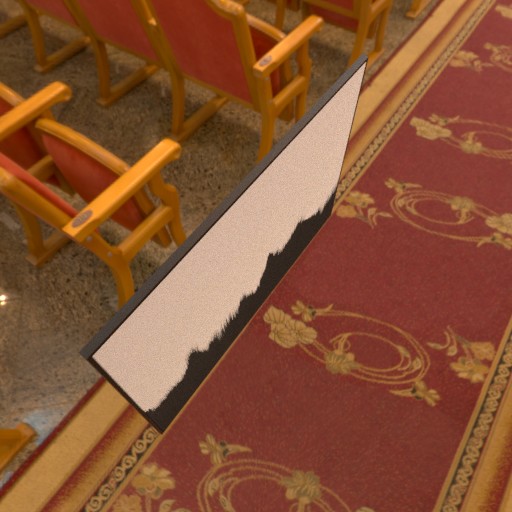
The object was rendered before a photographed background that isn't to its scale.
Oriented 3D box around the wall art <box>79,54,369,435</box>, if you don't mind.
[{"bbox_3d":[0.000,0.000,1.193,0.019,0.660,0.957,31,63,18],"label":"wall art"}]
